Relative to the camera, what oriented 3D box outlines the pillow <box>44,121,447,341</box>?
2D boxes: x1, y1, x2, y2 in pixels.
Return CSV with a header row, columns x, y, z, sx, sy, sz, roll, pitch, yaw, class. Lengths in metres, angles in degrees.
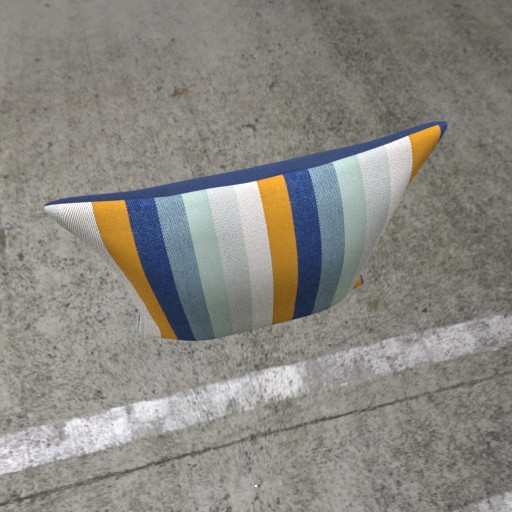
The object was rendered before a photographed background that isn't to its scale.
x,y,z,sx,sy,sz,roll,pitch,yaw,class
0.000,0.000,0.692,0.463,0.454,0.173,-13,63,-7,pillow
